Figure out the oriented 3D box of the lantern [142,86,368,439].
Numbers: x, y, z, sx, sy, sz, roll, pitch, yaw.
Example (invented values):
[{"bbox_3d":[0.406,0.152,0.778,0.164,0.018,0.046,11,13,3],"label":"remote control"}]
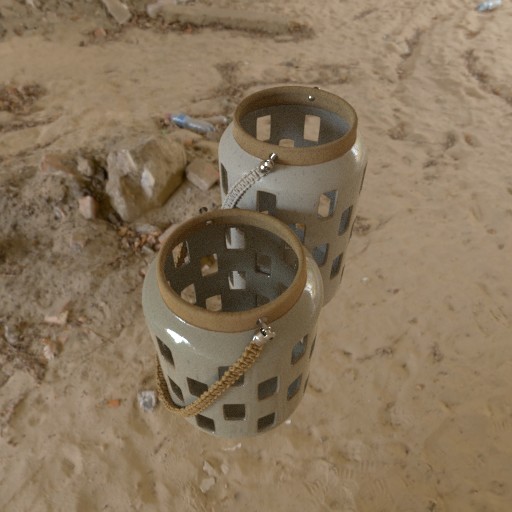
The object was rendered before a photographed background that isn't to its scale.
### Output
[{"bbox_3d":[0.000,0.000,0.495,0.184,0.255,0.347,16,49,15],"label":"lantern"}]
